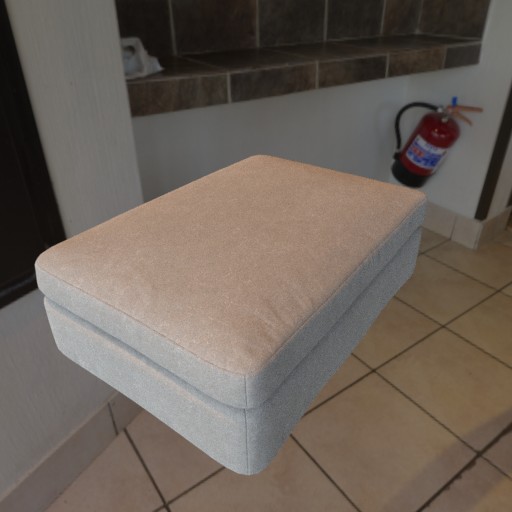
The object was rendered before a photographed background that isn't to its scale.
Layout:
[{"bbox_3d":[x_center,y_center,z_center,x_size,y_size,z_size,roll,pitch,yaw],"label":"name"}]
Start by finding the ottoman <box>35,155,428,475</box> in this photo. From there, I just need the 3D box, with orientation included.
[{"bbox_3d":[0.000,0.000,1.569,0.840,0.429,1.199,21,37,30],"label":"ottoman"}]
